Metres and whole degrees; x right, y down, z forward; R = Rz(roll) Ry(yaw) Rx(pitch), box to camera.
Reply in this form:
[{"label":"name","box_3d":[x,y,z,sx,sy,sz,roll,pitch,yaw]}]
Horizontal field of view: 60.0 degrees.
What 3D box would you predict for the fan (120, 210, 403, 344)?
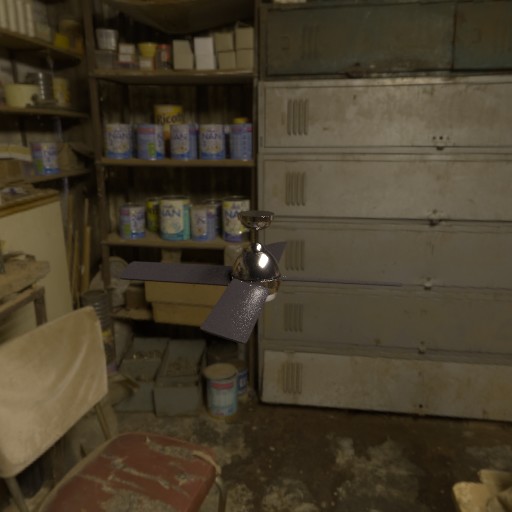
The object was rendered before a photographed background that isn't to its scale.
[{"label":"fan","box_3d":[0.000,0.000,2.080,1.332,0.403,1.332,3,15,9]}]
